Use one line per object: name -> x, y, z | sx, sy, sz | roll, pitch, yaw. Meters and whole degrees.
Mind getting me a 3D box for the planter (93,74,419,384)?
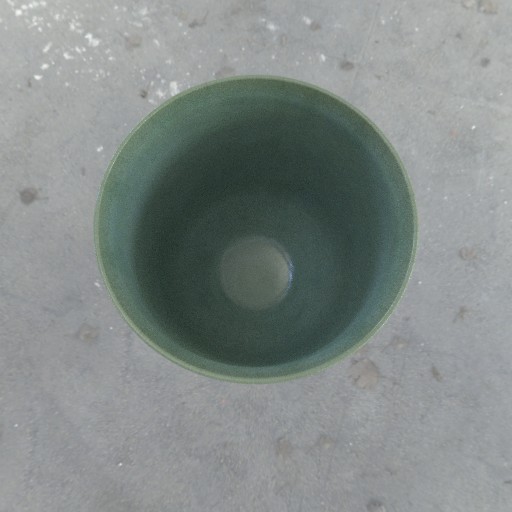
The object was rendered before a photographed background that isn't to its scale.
planter -> 0.000, 0.000, 0.491 | 0.266, 0.270, 0.266 | 0, 76, 0
